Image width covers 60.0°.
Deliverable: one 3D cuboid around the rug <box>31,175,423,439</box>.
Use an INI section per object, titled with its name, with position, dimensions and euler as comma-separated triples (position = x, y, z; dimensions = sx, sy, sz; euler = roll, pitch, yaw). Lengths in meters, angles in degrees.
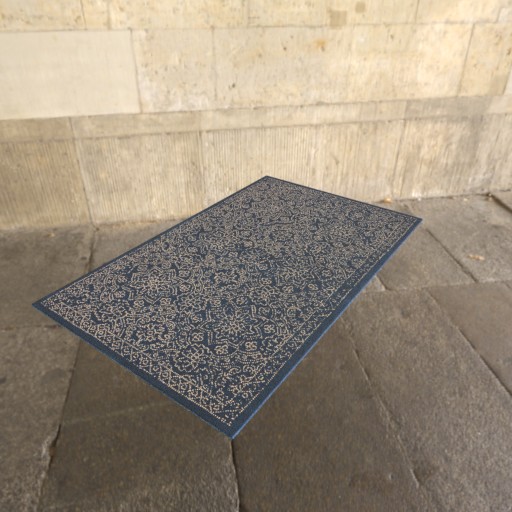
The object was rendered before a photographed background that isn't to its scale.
[rug]
position = 0.000, 0.000, 3.080
dimensions = 1.526, 0.015, 2.441
euler = 21, 38, 30
